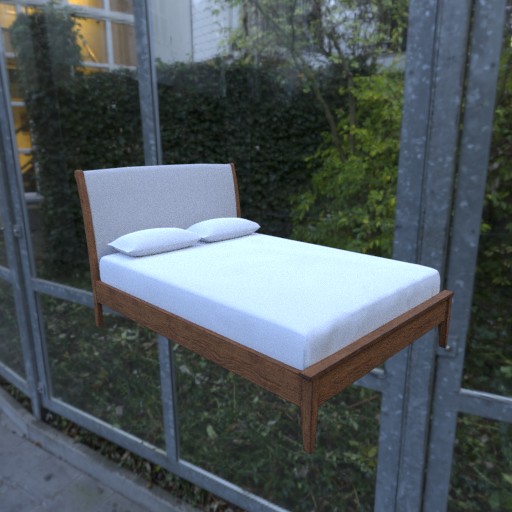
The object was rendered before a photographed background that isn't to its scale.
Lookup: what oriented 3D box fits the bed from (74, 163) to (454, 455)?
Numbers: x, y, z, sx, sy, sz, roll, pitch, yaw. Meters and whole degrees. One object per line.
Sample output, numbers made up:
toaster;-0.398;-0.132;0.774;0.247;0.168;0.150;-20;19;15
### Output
bed;0.000;0.000;3.000;2.108;1.135;1.502;14;20;43
